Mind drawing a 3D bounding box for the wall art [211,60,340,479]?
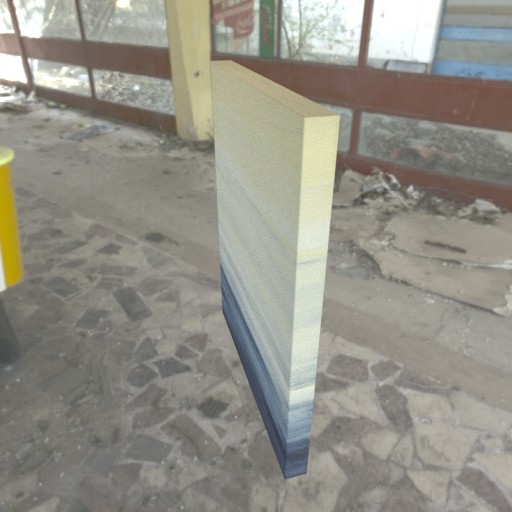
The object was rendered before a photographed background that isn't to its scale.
[{"bbox_3d":[0.000,0.000,0.814,0.040,0.608,0.489,-8,31,-14],"label":"wall art"}]
